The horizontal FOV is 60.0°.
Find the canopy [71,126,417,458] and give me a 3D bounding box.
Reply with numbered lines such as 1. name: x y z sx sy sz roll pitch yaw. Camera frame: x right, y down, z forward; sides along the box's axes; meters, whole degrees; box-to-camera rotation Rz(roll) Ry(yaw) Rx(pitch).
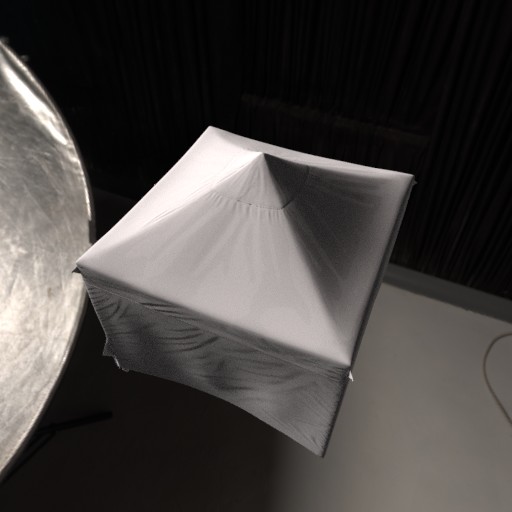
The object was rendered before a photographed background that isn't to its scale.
1. canopy: 0.000 0.000 5.512 3.121 2.997 3.043 18 49 16
